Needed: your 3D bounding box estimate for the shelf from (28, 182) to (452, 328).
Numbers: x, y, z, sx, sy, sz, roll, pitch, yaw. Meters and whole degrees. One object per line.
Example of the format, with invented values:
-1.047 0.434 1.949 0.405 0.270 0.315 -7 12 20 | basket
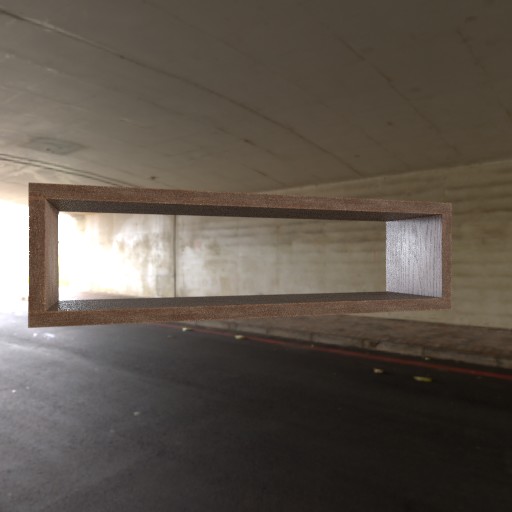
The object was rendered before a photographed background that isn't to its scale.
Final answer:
0.000 0.000 0.684 0.610 0.170 0.150 0 0 -18 | shelf
